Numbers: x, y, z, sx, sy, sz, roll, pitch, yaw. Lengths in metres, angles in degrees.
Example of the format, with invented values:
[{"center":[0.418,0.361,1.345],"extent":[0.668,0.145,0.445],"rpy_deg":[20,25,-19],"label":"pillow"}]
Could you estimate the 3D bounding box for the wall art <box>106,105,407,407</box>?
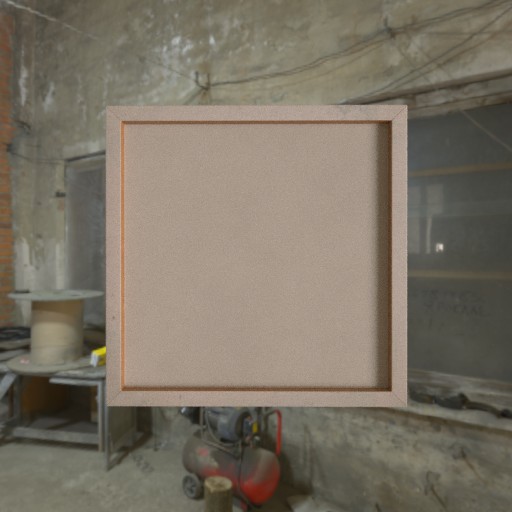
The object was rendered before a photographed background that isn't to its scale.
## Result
[{"center":[0.000,0.000,1.137],"extent":[0.762,0.762,0.038],"rpy_deg":[0,0,1],"label":"wall art"}]
